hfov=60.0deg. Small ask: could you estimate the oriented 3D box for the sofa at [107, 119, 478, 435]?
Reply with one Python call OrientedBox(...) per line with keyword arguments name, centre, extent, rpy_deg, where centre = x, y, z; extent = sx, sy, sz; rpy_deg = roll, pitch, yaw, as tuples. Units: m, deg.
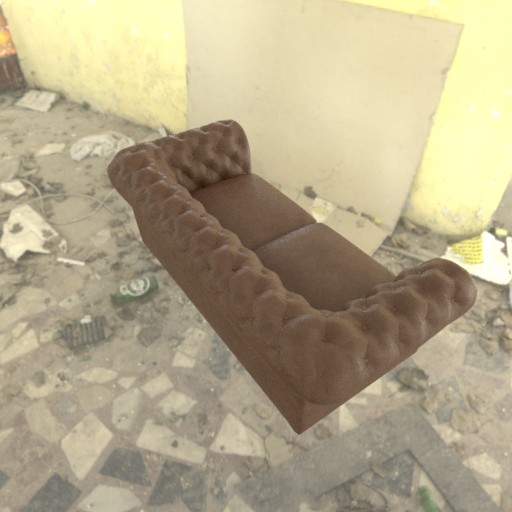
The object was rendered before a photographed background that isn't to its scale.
OrientedBox(name="sofa", centre=(0.000, 0.000, 2.500), extent=(0.955, 0.784, 2.048), rpy_deg=(-25, 47, -26))
